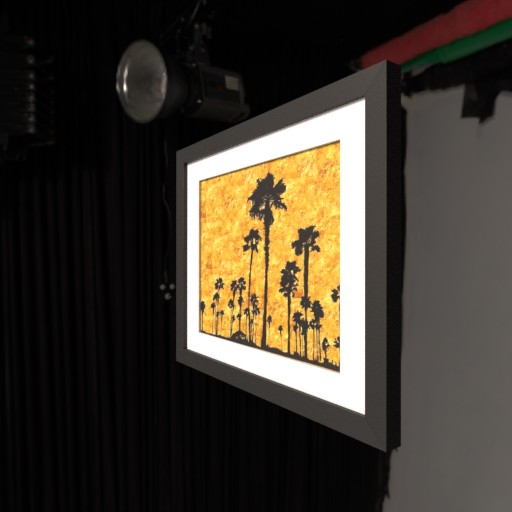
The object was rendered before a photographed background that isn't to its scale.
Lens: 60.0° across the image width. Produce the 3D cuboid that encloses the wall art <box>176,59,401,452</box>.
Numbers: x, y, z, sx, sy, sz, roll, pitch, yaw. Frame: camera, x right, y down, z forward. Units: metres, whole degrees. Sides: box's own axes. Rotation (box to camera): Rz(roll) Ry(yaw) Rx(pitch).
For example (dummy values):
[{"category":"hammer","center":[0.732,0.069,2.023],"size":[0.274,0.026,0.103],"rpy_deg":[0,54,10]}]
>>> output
[{"category":"wall art","center":[0.000,0.000,0.753],"size":[0.028,0.460,0.561],"rpy_deg":[0,0,-36]}]
